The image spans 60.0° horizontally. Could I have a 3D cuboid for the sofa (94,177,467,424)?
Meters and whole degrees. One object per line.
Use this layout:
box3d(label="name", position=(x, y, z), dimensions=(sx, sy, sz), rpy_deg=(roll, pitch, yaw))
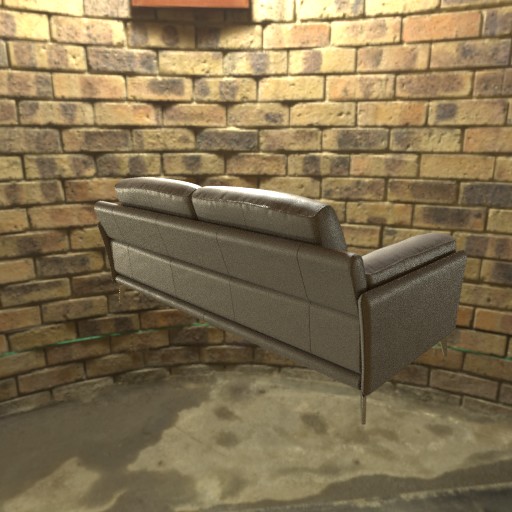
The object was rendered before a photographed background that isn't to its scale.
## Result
box3d(label="sofa", position=(0.000, 0.000, 2.687), dimensions=(2.101, 0.930, 1.049), rpy_deg=(14, 21, 43))
